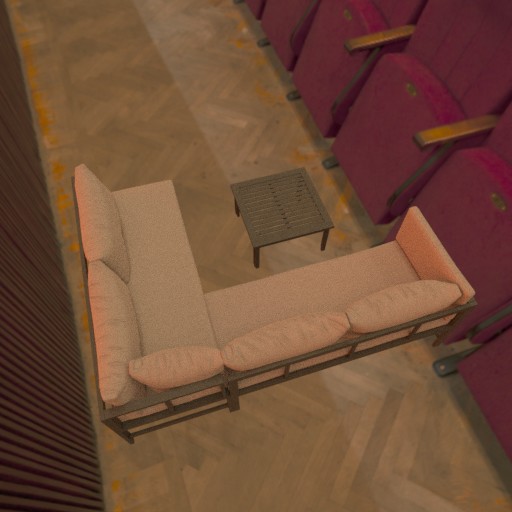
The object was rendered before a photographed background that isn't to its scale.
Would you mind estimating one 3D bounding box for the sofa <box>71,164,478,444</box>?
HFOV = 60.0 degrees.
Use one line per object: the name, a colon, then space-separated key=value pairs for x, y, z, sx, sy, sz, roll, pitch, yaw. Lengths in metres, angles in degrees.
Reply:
sofa: x=0.000 y=0.000 z=2.942 sx=2.096 sy=0.758 sz=1.658 roll=-15 pitch=59 yaw=-9
